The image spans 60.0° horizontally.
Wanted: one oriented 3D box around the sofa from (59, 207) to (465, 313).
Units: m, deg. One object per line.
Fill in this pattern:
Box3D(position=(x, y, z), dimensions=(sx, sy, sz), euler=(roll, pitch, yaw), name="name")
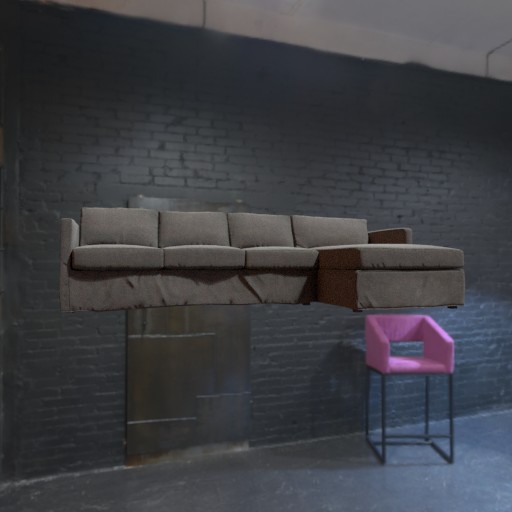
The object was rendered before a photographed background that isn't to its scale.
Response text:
Box3D(position=(0.000, 0.000, 3.948), dimensions=(3.205, 0.922, 1.650), euler=(0, -1, -17), name="sofa")
